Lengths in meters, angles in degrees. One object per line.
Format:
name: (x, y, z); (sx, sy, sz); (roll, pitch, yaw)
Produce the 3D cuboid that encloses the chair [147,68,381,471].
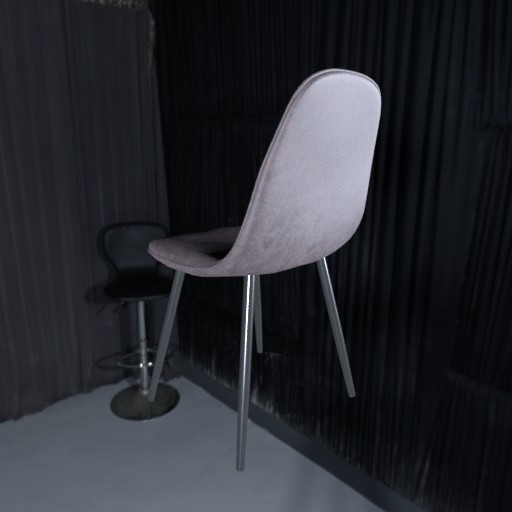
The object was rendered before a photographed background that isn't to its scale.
chair: (0.000, 0.000, 1.209); (0.472, 0.889, 0.561); (-14, 20, -42)
